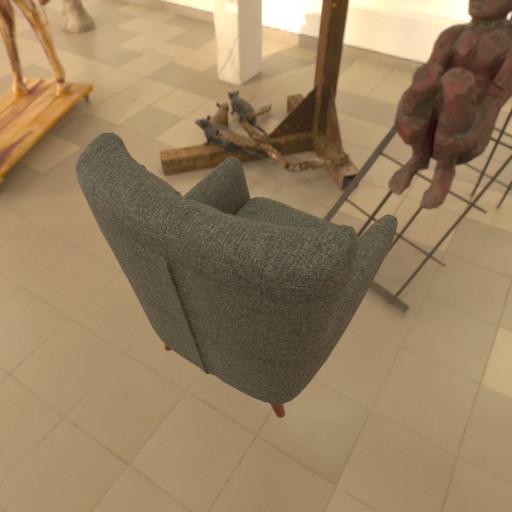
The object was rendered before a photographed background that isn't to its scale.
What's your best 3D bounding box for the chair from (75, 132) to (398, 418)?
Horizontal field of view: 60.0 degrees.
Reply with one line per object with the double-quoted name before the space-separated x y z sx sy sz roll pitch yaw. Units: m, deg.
"chair" 0.000 0.000 1.729 0.878 1.063 0.904 25 52 21
